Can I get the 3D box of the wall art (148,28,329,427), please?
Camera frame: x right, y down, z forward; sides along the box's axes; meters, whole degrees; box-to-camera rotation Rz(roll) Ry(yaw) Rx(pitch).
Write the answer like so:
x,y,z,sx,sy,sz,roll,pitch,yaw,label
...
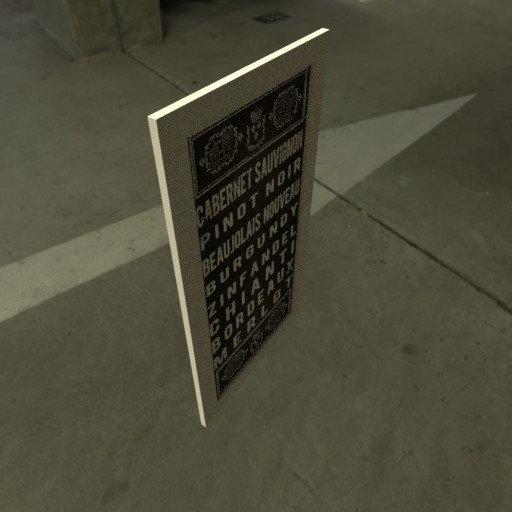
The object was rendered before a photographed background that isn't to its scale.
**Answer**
x,y,z,sx,sy,sz,roll,pitch,yaw,label
0.000,0.000,0.812,0.013,0.683,0.380,26,49,25,wall art
